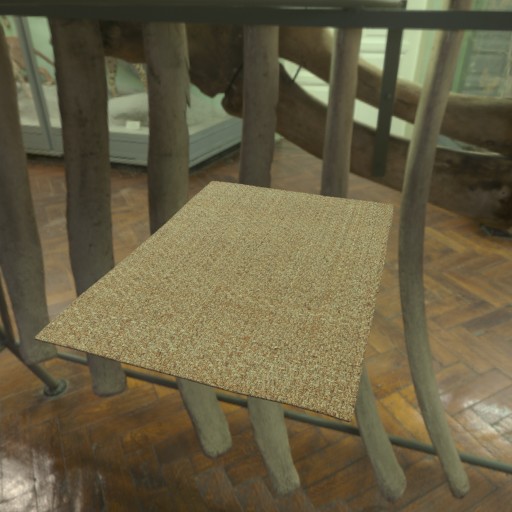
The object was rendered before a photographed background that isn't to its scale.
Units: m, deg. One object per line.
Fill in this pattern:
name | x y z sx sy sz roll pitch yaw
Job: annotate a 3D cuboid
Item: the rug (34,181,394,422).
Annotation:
rug | 0.000 0.000 2.790 1.566 0.013 2.141 10 33 16
